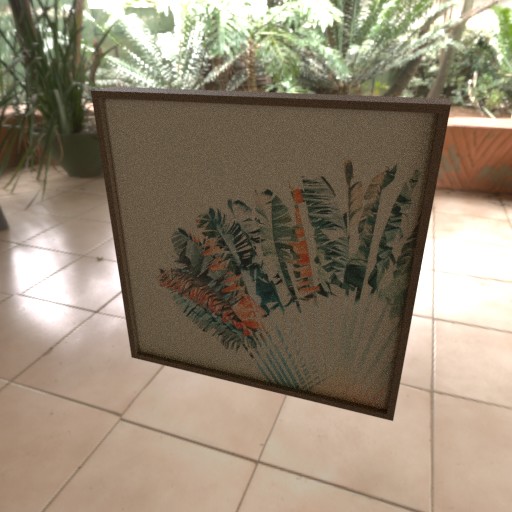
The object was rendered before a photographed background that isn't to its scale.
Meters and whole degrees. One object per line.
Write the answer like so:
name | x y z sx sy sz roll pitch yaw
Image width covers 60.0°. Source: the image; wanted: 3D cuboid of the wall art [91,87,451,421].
wall art | 0.000 0.000 0.440 0.304 0.303 0.038 9 27 17
